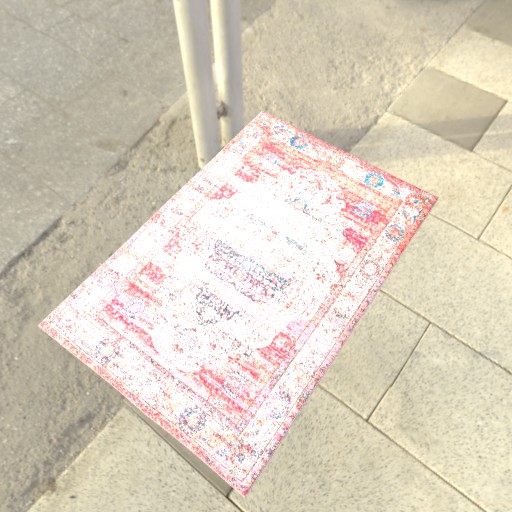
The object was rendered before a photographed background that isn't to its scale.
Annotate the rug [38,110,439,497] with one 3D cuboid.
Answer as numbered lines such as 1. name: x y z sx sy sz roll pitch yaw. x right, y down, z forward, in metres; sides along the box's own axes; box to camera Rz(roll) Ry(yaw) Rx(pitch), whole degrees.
1. rug: 0.000 0.000 2.289 1.219 0.006 1.829 32 64 18
